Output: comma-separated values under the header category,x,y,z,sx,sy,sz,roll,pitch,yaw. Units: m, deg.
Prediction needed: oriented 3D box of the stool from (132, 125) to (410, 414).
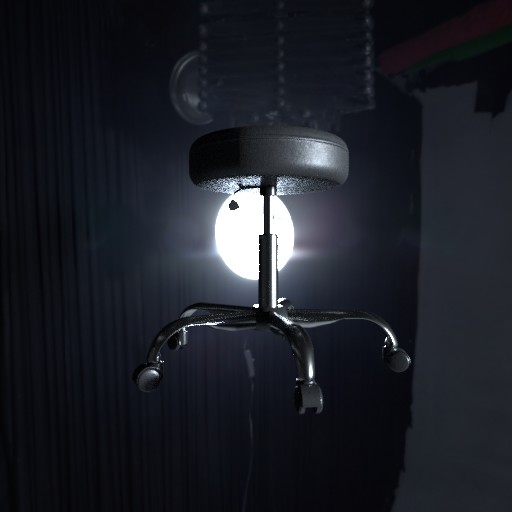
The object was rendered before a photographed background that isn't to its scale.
category,x,y,z,sx,sy,sz,roll,pitch,yaw
stool,0.000,0.000,1.127,0.638,0.576,0.673,-1,1,-35
